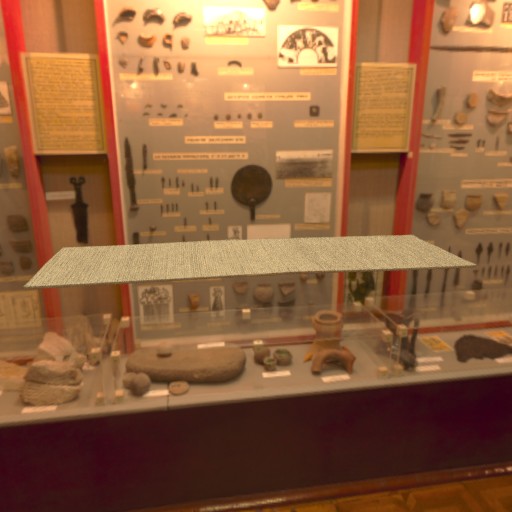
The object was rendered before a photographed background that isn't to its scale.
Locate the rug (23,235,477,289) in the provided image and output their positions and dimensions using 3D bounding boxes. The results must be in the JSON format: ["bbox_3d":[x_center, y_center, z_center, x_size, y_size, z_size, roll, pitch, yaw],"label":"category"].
[{"bbox_3d":[0.000,0.000,2.564,2.320,0.032,0.692,-2,17,-8],"label":"rug"}]
